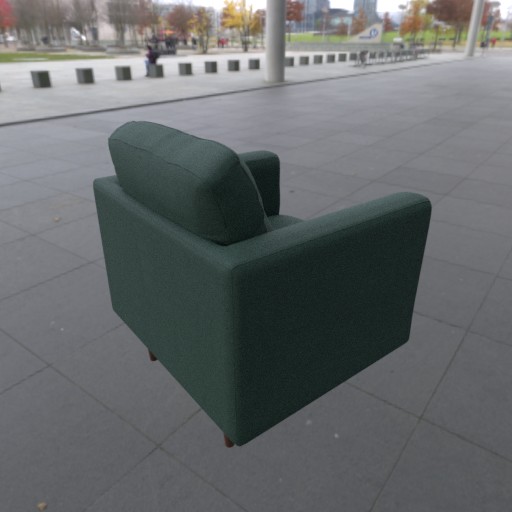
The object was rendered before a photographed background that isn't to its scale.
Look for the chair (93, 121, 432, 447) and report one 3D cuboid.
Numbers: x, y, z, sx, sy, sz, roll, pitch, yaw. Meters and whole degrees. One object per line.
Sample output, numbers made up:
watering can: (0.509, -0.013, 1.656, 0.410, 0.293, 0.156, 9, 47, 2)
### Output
chair: (0.000, 0.000, 1.550, 0.800, 0.927, 0.855, -19, 32, -34)
